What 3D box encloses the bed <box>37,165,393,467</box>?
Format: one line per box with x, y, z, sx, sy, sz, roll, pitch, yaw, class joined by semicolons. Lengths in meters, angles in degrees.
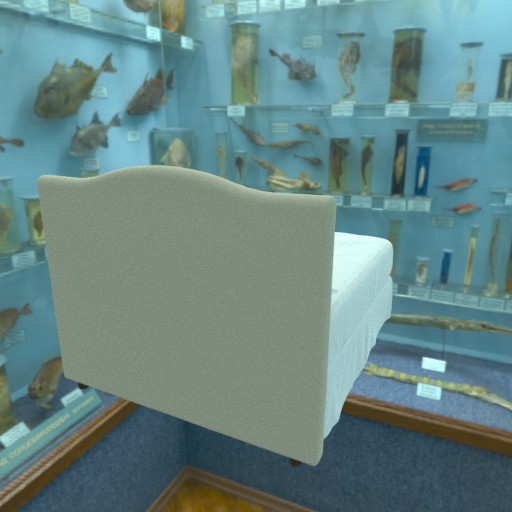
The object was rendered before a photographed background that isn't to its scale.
0.000;0.000;3.232;1.753;1.460;2.143;8;19;26;bed
